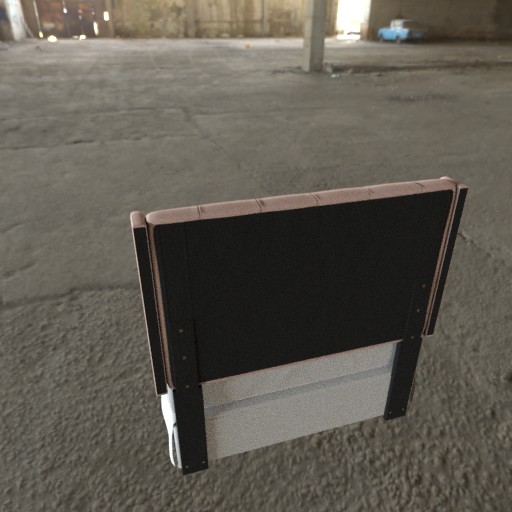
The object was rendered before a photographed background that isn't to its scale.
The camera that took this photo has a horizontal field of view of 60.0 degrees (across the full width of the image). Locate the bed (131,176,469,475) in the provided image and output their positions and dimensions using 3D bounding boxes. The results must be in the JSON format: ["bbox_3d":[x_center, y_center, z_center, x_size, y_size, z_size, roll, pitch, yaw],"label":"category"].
[{"bbox_3d":[0.000,0.000,3.317,1.719,1.665,2.066,-8,30,-15],"label":"bed"}]
